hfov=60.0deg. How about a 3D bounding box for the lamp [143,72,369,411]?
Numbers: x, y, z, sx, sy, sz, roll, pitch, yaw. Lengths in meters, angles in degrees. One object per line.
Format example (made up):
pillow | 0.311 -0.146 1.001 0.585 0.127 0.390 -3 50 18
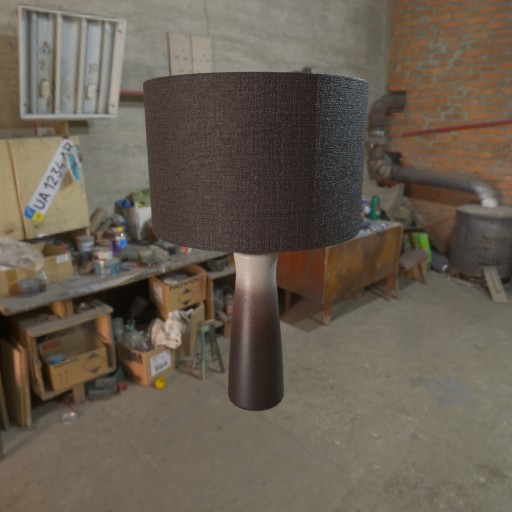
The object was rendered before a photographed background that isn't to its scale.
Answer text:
lamp | 0.000 0.000 0.677 0.303 0.488 0.303 0 16 0
